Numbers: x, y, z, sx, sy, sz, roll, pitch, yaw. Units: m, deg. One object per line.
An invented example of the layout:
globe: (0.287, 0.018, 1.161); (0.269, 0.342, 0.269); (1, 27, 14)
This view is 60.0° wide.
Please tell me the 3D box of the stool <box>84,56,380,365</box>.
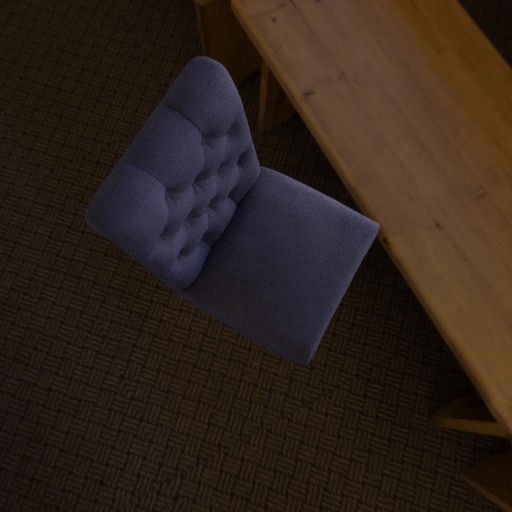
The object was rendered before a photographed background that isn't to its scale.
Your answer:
stool: (0.000, 0.000, 1.461); (0.601, 1.140, 0.493); (29, 78, 7)
